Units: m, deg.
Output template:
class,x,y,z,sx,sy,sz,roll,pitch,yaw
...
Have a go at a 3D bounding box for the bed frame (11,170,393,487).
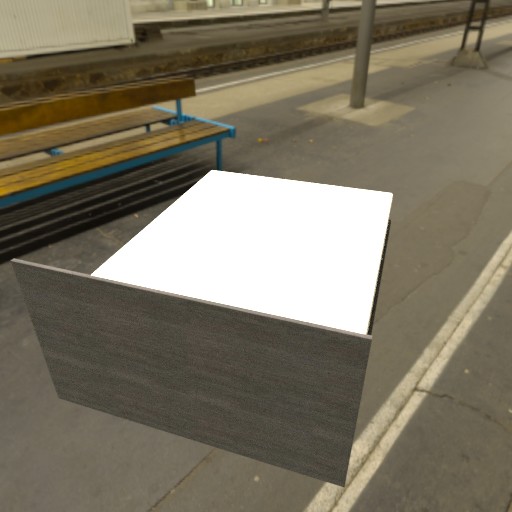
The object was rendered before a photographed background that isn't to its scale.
class,x,y,z,sx,sy,sz,roll,pitch,yaw
bed frame,0.000,0.000,2.531,1.400,0.800,1.900,10,33,16
